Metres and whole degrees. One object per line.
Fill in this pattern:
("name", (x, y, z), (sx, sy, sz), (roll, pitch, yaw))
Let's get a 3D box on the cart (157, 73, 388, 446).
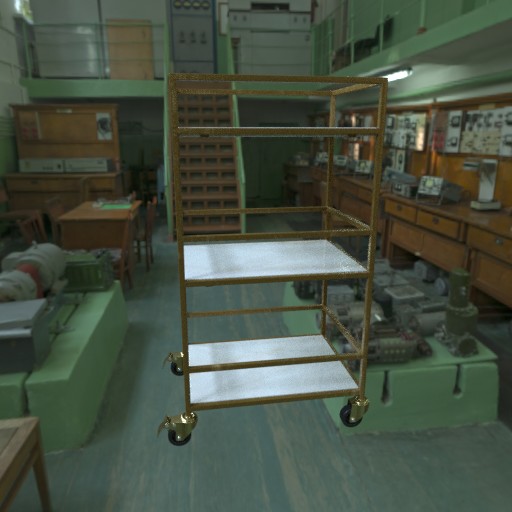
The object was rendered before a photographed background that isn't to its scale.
("cart", (0.000, 0.000, 1.045), (0.483, 0.761, 0.332), (-3, 16, -9))
